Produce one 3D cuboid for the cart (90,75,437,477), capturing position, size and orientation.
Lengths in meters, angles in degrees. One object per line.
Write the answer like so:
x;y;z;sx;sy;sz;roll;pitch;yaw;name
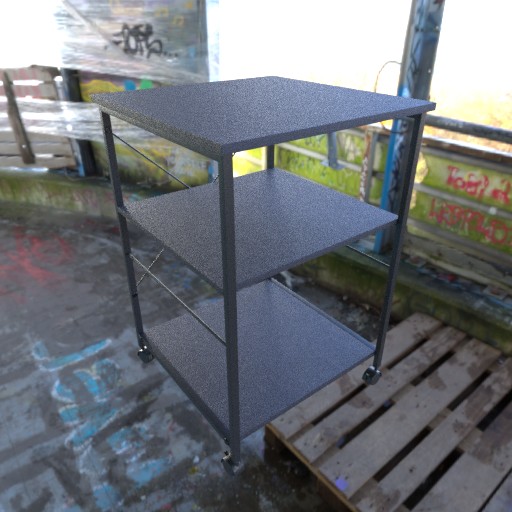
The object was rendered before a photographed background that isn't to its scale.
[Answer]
0.000;0.000;1.120;0.521;0.762;0.520;-21;35;-32;cart
